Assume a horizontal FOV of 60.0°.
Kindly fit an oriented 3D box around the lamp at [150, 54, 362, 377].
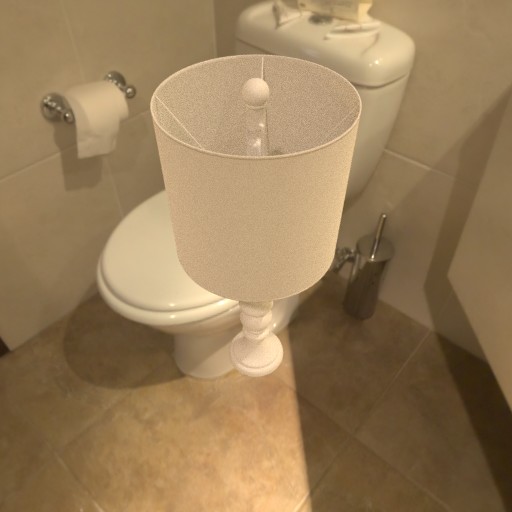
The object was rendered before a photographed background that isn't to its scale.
[{"bbox_3d":[0.000,0.000,0.732,0.250,0.597,0.250,3,47,3],"label":"lamp"}]
